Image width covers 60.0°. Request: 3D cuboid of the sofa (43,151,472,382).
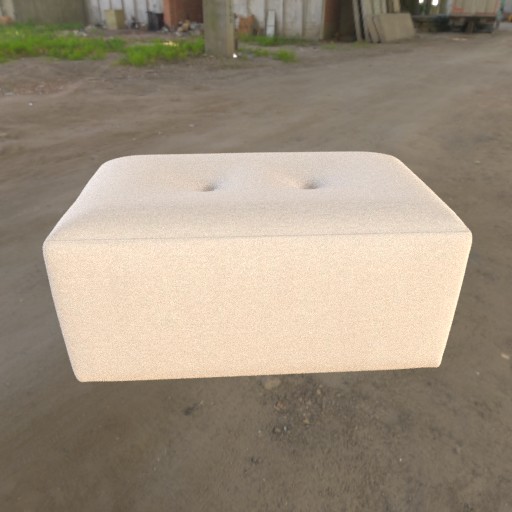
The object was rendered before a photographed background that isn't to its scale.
[{"bbox_3d":[0.000,0.000,1.209,0.930,0.470,0.480,-2,30,-3],"label":"sofa"}]
